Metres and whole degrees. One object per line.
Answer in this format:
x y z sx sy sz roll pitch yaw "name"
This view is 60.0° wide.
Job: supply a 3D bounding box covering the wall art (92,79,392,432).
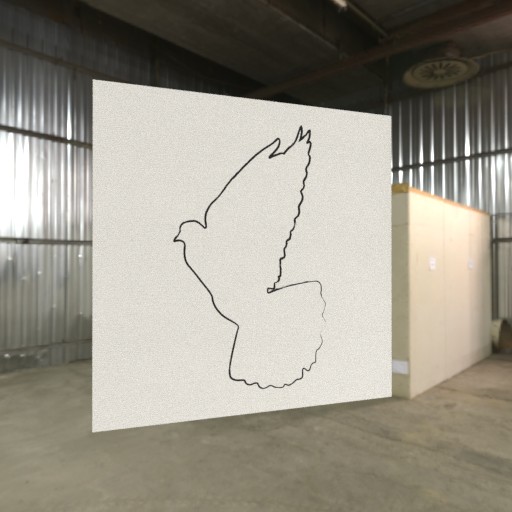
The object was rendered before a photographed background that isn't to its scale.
0.000 0.000 0.882 0.610 0.610 0.038 0 0 -19 "wall art"
